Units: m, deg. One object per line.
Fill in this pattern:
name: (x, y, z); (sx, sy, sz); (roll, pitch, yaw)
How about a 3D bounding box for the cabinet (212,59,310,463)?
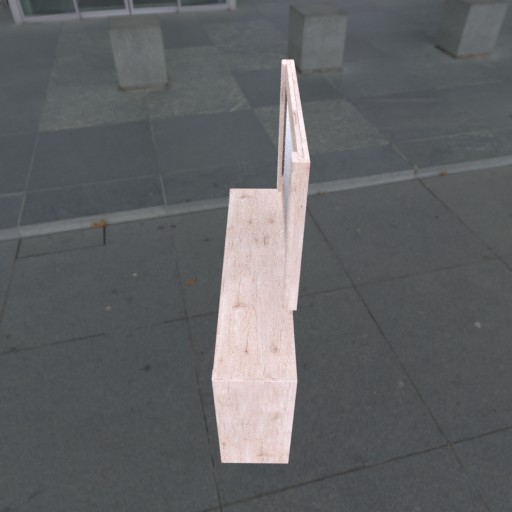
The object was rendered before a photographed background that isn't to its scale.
cabinet: (0.000, 0.000, 2.760); (0.420, 1.981, 1.700); (0, 42, 0)
